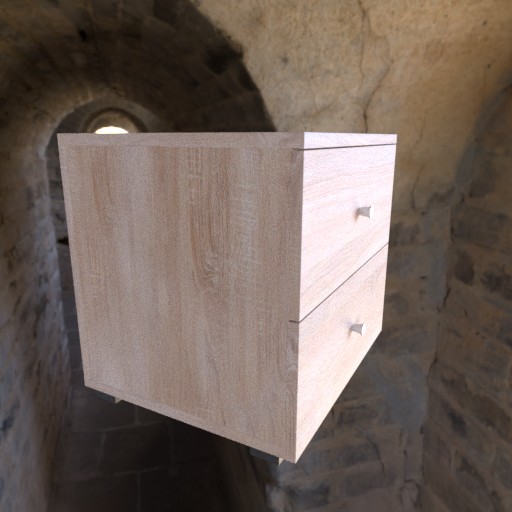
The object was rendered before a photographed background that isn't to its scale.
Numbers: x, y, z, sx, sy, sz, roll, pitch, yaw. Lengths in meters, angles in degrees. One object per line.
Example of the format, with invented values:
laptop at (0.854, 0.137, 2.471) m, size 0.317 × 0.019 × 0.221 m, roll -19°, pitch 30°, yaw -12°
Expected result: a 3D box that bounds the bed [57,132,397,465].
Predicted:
bed at (0.000, 0.000, 0.792) m, size 0.401 × 0.420 × 0.460 m, roll 8°, pitch 17°, yaw 27°
